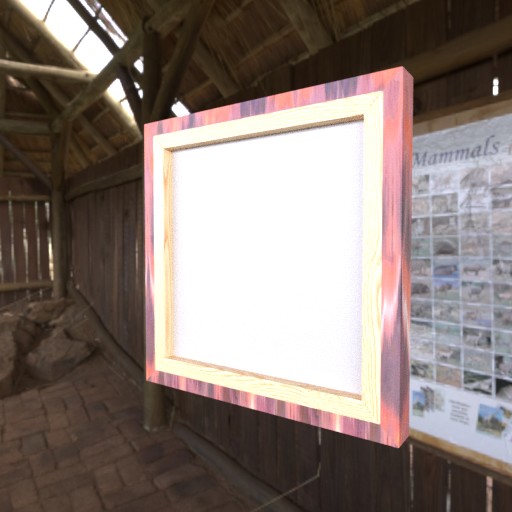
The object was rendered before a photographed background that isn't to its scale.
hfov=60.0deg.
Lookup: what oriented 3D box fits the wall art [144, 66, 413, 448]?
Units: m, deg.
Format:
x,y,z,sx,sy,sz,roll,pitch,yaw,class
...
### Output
x,y,z,sx,sy,sz,roll,pitch,yaw,class
0.000,0.000,0.601,0.403,0.406,0.038,1,2,35,wall art
